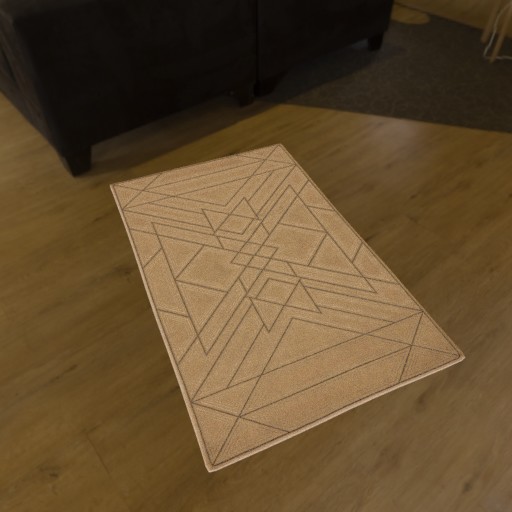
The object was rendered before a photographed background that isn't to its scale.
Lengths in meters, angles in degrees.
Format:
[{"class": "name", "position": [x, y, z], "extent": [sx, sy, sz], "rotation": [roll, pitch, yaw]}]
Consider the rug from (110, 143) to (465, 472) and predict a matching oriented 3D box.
[{"class": "rug", "position": [0.000, 0.000, 3.110], "extent": [1.575, 0.023, 2.459], "rotation": [-17, 49, -16]}]
